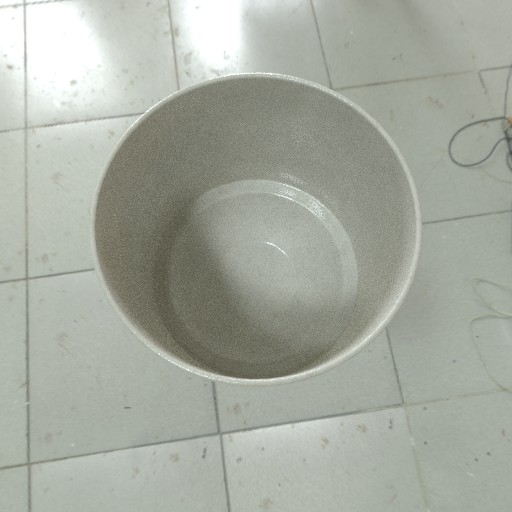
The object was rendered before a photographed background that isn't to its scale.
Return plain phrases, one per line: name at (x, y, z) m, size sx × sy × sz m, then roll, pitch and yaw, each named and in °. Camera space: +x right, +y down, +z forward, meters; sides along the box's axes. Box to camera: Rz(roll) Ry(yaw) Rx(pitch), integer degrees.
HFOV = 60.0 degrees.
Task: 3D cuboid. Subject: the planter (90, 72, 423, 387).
planter at (0.000, 0.000, 0.448) m, size 0.250 × 0.239 × 0.250 m, roll 0°, pitch 74°, yaw 0°
